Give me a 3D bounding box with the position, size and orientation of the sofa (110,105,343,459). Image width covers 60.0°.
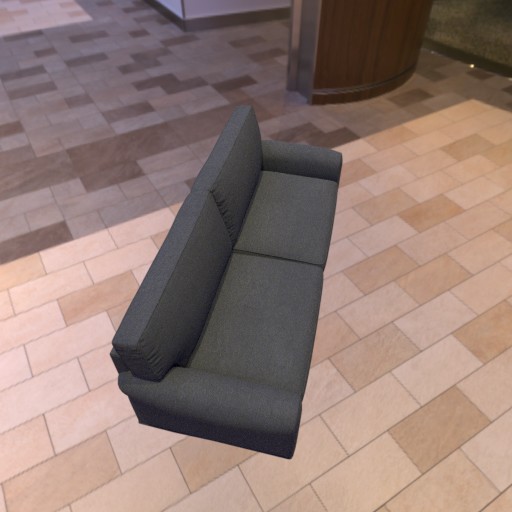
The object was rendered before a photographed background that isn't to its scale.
[{"bbox_3d":[0.000,0.000,2.993,0.954,1.026,2.391,9,47,9],"label":"sofa"}]
